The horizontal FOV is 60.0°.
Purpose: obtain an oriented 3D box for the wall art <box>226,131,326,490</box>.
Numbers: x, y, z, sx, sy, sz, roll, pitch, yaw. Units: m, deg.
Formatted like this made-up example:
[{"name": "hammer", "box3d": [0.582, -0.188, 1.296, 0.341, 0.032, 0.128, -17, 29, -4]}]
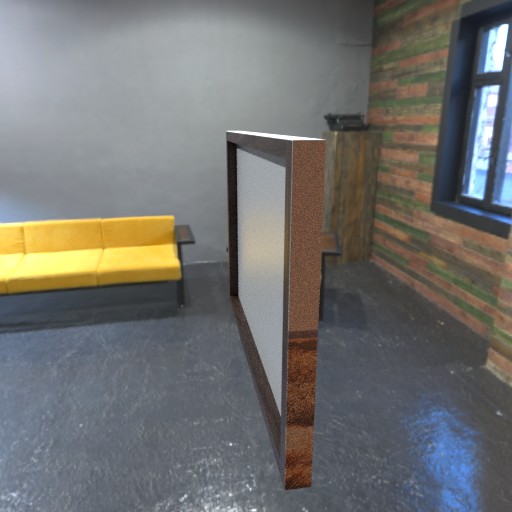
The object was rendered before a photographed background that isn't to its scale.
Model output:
[{"name": "wall art", "box3d": [0.000, 0.000, 1.145, 0.050, 0.610, 0.914, -3, 17, -9]}]
